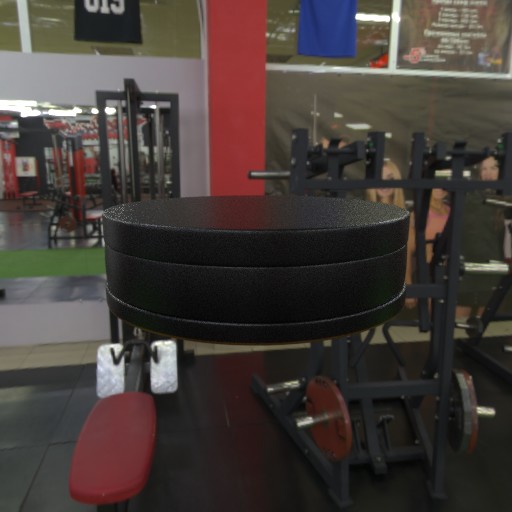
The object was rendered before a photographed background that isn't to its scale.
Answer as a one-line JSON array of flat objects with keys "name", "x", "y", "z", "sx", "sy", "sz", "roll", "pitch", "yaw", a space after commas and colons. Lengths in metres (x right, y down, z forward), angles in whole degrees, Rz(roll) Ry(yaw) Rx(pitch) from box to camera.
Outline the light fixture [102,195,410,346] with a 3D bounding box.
[{"name": "light fixture", "x": 0.000, "y": 0.000, "z": 0.436, "sx": 0.283, "sy": 0.097, "sz": 0.283, "roll": 0, "pitch": 12, "yaw": 0}]
